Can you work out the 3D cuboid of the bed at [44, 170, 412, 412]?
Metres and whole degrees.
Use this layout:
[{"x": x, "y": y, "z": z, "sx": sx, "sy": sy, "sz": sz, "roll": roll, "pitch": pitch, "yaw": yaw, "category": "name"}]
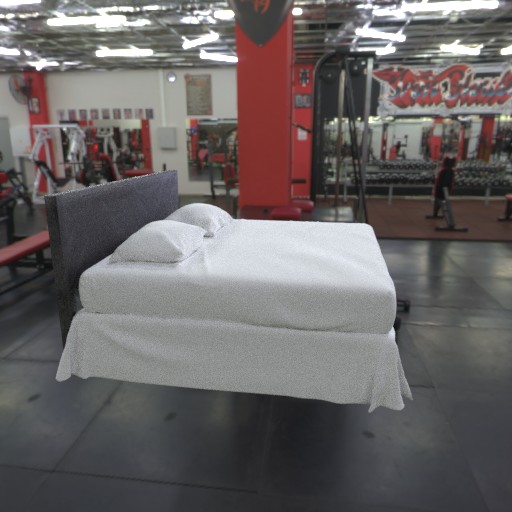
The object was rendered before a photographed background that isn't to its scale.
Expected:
[{"x": 0.000, "y": 0.000, "z": 3.489, "sx": 2.165, "sy": 1.158, "sz": 2.255, "roll": 3, "pitch": 16, "yaw": 10, "category": "bed"}]
